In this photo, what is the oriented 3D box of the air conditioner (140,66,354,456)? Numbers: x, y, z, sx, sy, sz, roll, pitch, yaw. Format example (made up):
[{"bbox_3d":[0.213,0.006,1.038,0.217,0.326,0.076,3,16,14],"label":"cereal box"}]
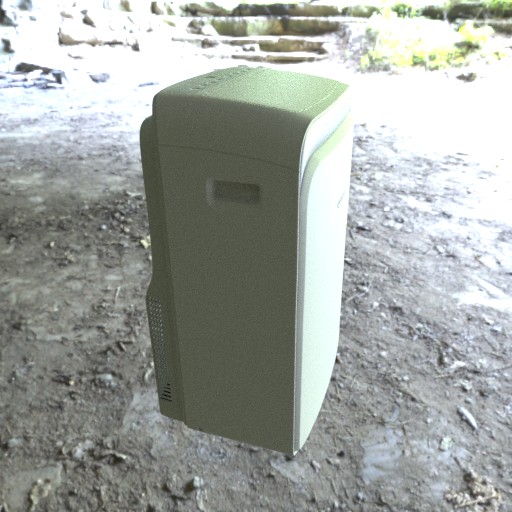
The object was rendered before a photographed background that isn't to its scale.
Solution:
[{"bbox_3d":[0.000,0.000,0.937,0.365,0.700,0.454,10,32,17],"label":"air conditioner"}]
